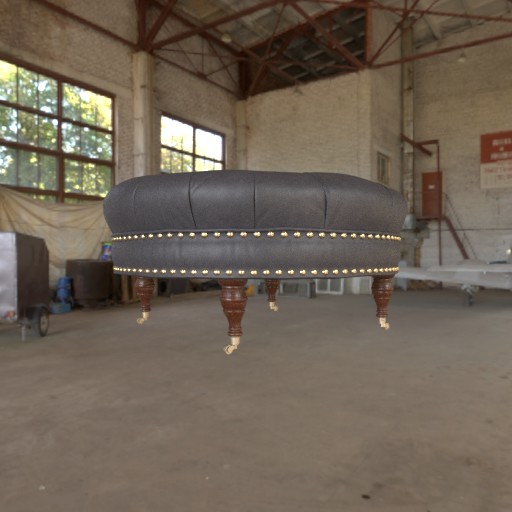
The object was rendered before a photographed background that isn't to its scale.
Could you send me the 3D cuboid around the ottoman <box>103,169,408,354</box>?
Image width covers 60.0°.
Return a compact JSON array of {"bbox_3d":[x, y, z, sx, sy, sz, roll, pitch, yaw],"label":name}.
[{"bbox_3d":[0.000,0.000,1.381,0.901,0.439,0.901,0,0,0],"label":"ottoman"}]
